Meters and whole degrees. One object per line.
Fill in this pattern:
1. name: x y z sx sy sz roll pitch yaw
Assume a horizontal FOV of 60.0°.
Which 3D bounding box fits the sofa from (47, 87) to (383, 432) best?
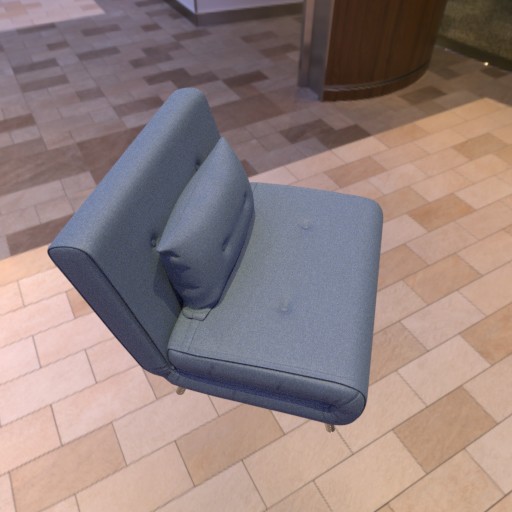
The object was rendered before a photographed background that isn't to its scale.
1. sofa: 0.000 0.000 1.776 0.996 0.860 0.999 11 48 10
